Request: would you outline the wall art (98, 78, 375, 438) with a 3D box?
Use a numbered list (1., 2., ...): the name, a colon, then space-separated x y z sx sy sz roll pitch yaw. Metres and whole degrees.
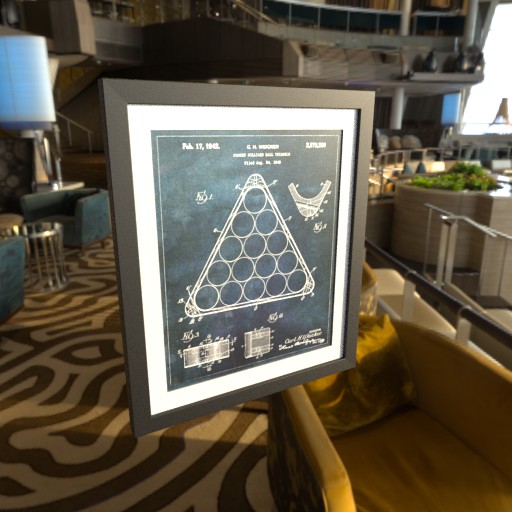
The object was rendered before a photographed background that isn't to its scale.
1. wall art: 0.000 0.000 0.708 0.432 0.508 0.025 -9 18 -27
